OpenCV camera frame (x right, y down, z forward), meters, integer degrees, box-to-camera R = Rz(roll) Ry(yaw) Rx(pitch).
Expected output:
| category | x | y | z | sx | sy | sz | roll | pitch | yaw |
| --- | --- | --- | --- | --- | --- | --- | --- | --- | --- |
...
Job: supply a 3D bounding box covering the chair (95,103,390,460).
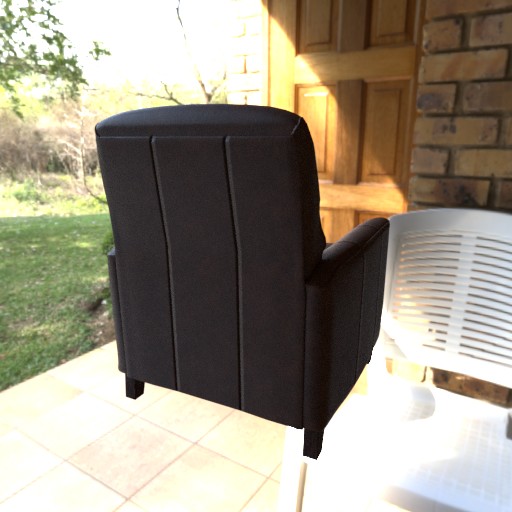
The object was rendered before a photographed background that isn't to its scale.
| category | x | y | z | sx | sy | sz | roll | pitch | yaw |
| --- | --- | --- | --- | --- | --- | --- | --- | --- | --- |
| chair | 0.000 | 0.000 | 1.630 | 0.839 | 1.010 | 0.850 | 7 | 16 | 26 |
